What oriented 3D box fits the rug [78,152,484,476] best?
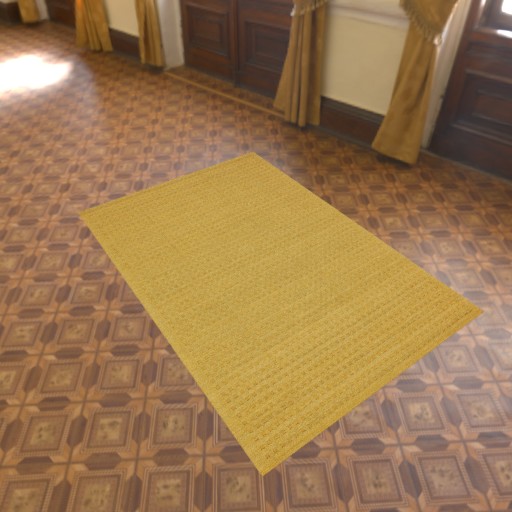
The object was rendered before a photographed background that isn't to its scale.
[{"bbox_3d":[0.000,0.000,3.654,1.981,0.006,2.895,-25,48,-26],"label":"rug"}]
